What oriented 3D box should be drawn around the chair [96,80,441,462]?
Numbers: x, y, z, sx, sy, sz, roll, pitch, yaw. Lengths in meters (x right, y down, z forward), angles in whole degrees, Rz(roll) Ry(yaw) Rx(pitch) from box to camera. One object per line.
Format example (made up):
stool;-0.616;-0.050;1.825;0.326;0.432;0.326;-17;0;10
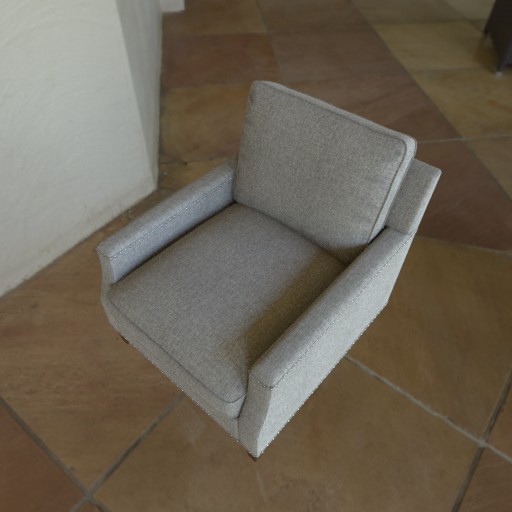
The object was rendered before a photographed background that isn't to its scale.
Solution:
chair;0.000;0.000;1.709;0.853;0.943;1.014;33;55;27
